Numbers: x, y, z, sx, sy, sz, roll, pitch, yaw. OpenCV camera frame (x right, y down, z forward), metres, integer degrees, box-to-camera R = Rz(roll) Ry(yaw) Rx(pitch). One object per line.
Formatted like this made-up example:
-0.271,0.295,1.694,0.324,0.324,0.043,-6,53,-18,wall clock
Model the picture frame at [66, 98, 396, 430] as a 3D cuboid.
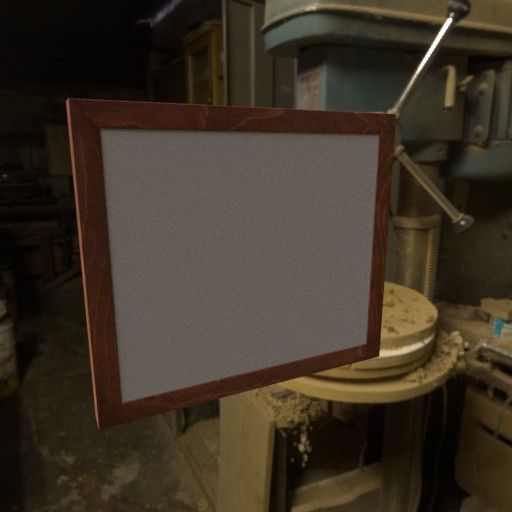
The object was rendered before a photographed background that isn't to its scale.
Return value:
0.000,0.000,0.521,0.381,0.330,0.025,-7,15,-26,picture frame
